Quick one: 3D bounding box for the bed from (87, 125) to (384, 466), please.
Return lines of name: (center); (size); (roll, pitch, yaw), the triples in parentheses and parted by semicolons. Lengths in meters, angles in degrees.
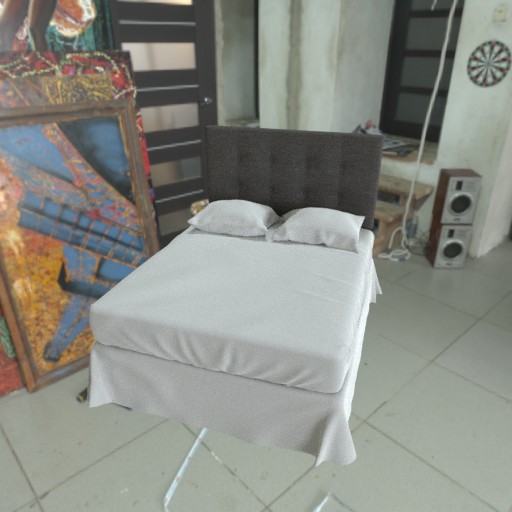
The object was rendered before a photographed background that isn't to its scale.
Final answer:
bed: (0.000, 0.000, 3.421); (1.936, 1.577, 2.222); (8, 27, 16)
